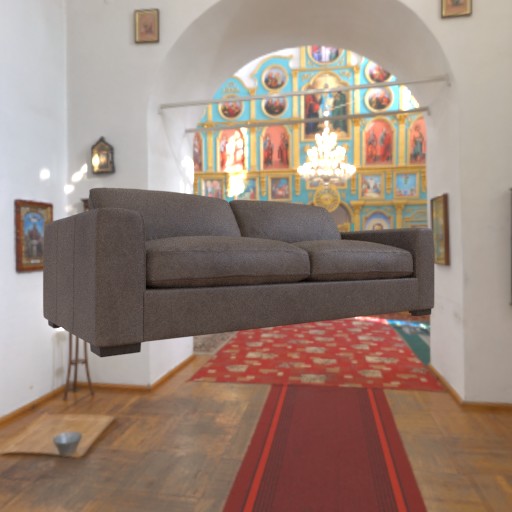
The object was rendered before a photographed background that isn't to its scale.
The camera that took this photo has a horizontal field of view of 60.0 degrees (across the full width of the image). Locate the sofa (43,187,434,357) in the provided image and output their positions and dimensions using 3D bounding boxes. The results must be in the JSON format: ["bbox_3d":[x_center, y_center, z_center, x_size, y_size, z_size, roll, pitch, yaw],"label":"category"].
[{"bbox_3d":[0.000,0.000,2.772,2.262,0.801,1.070,0,0,-36],"label":"sofa"}]
